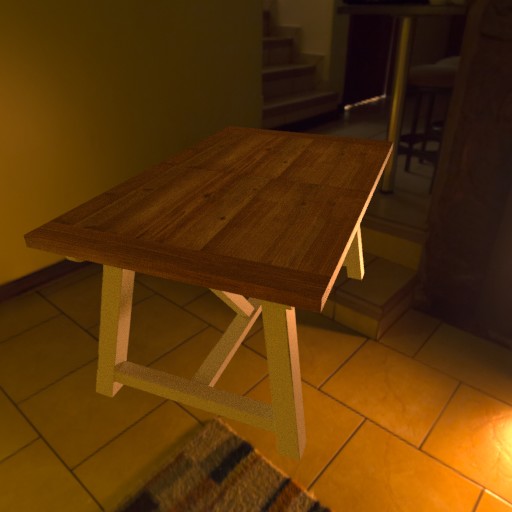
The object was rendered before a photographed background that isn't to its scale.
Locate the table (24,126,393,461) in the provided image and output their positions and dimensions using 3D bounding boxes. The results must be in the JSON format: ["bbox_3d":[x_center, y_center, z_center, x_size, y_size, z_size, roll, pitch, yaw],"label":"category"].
[{"bbox_3d":[0.000,0.000,1.984,0.922,0.743,1.503,11,31,19],"label":"table"}]
